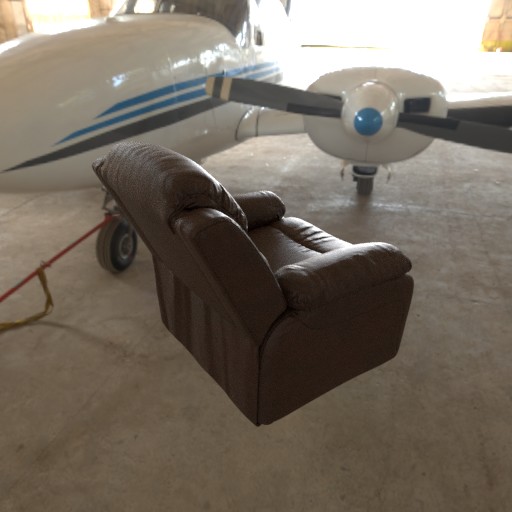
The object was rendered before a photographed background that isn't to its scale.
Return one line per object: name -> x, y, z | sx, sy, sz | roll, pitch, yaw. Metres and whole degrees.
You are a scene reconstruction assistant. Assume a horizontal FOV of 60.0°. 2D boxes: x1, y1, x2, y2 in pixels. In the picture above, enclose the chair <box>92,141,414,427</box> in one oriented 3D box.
chair -> 0.000, 0.000, 1.299 | 0.707, 0.702, 0.680 | -18, 32, -31
